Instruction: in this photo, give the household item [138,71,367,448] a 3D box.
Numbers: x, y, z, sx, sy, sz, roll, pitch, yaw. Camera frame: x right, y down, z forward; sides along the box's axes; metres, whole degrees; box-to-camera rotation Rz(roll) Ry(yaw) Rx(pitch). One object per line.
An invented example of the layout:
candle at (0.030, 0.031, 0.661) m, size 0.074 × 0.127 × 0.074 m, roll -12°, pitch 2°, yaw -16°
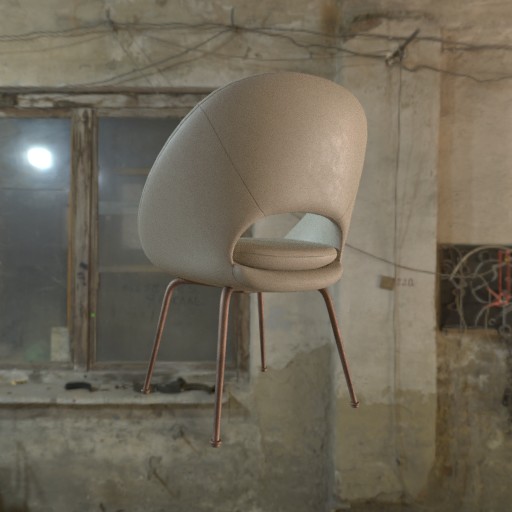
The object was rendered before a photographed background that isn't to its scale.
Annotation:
household item at (0.000, 0.000, 1.272) m, size 0.623 × 0.852 × 0.573 m, roll 0°, pitch 1°, yaw -34°
